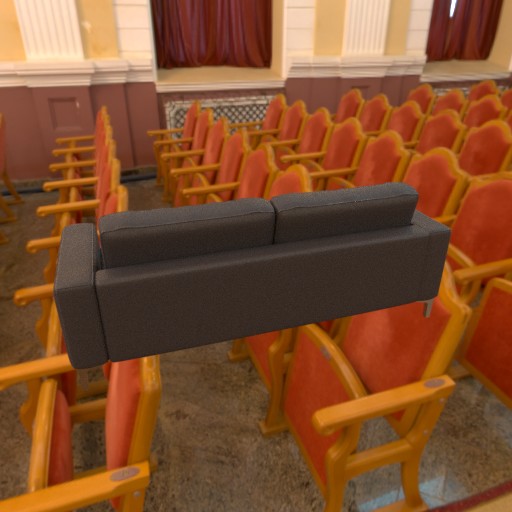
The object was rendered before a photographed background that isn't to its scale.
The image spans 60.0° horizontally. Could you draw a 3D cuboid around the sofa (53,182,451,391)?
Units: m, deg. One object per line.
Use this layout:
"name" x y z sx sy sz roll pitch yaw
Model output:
"sofa" 0.000 0.000 2.787 2.275 0.893 0.833 -8 28 -16
